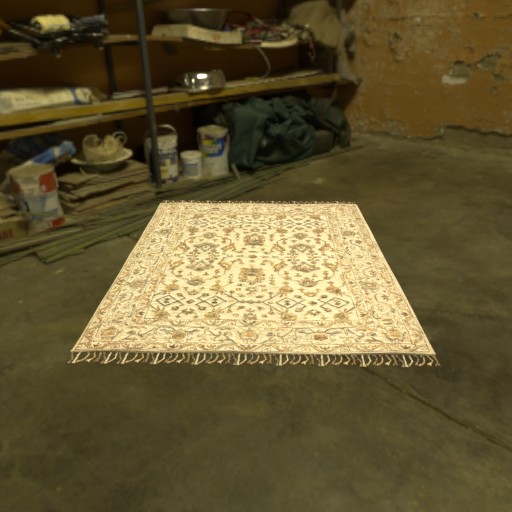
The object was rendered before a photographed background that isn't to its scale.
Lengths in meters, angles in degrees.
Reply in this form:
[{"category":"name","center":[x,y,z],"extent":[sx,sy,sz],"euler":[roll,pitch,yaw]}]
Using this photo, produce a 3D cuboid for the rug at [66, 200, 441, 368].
[{"category":"rug","center":[0.000,0.000,4.184],"extent":[2.426,0.034,3.061],"euler":[0,27,1]}]
